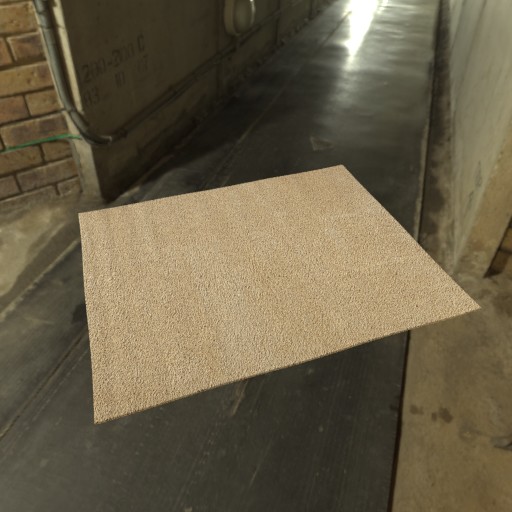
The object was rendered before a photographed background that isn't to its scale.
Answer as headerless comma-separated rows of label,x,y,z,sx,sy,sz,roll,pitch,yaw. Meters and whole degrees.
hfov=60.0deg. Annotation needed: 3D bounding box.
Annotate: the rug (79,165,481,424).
rug,0.000,0.000,4.043,3.000,0.025,2.400,-13,43,-14
